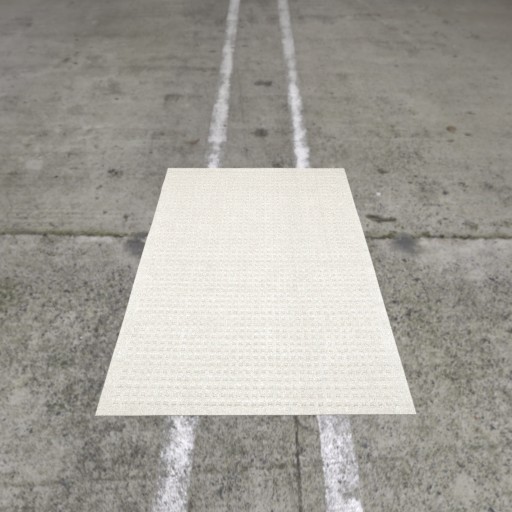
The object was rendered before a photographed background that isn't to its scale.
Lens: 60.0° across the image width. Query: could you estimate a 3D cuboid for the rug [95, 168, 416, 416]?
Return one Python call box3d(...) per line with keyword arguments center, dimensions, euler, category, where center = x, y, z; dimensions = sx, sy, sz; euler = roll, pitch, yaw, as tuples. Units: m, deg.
box3d(center=(0.000, 0.000, 2.955), dimensions=(1.523, 0.006, 2.289), euler=(0, 41, 0), category="rug")
